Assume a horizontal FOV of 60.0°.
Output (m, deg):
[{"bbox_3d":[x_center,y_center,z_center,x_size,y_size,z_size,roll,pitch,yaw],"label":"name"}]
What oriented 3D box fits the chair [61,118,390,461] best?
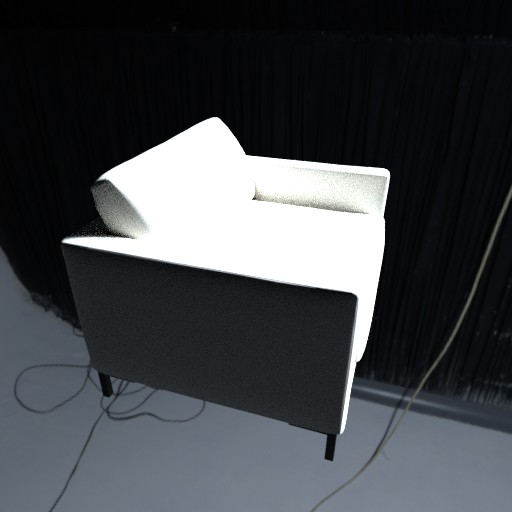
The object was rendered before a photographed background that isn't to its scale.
[{"bbox_3d":[0.000,0.000,1.619,0.875,0.806,0.964,9,31,16],"label":"chair"}]
